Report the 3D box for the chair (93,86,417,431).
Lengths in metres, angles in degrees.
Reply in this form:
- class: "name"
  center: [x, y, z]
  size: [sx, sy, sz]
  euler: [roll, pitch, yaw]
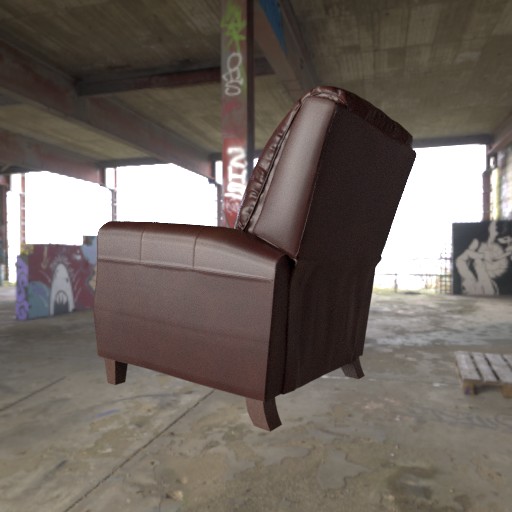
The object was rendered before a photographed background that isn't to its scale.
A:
- class: "chair"
  center: [0.000, 0.000, 1.763]
  size: [1.089, 1.022, 0.826]
  euler: [0, 1, 36]
